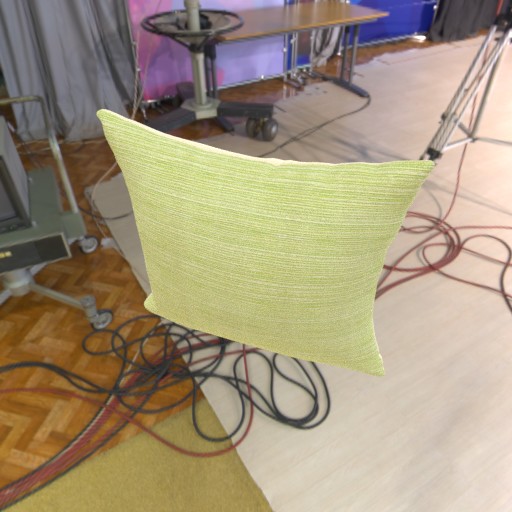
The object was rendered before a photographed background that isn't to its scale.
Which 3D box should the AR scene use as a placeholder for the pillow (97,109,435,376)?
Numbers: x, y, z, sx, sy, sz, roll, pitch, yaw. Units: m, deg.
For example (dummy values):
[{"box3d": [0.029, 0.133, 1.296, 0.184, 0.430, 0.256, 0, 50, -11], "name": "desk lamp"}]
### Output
[{"box3d": [0.000, 0.000, 0.819, 0.560, 0.487, 0.229, 13, 43, 15], "name": "pillow"}]
